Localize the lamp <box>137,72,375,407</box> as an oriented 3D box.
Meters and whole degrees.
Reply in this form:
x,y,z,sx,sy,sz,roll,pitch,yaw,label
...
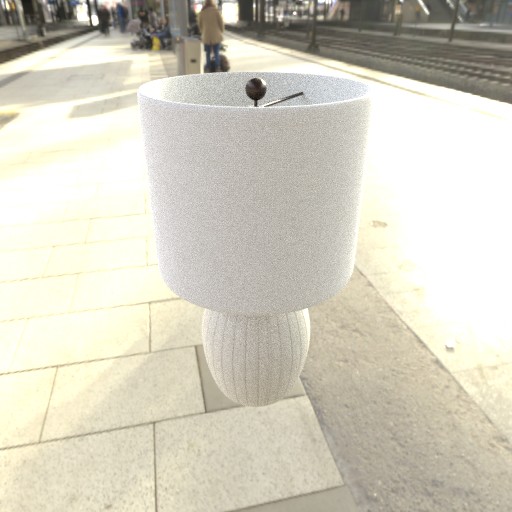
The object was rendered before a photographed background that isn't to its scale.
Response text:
x,y,z,sx,sy,sz,roll,pitch,yaw,label
0.000,0.000,0.757,0.328,0.570,0.328,0,29,0,lamp
